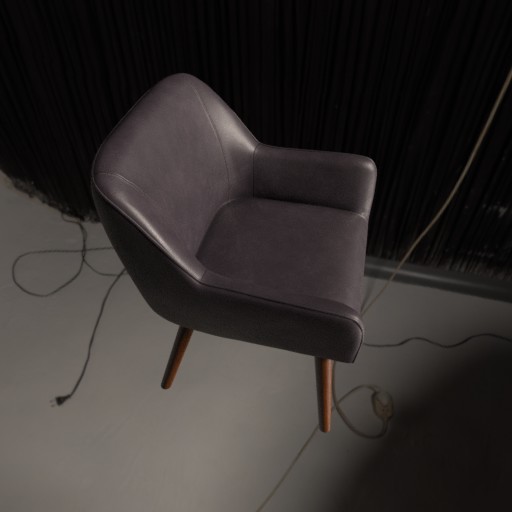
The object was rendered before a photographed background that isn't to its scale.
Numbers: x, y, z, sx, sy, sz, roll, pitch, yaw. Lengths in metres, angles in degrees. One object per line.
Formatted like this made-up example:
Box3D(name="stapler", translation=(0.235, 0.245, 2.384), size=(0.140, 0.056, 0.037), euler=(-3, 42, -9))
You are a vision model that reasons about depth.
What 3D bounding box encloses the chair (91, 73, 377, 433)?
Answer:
Box3D(name="chair", translation=(0.000, 0.000, 1.255), size=(0.610, 0.828, 0.610), euler=(10, 47, 9))
